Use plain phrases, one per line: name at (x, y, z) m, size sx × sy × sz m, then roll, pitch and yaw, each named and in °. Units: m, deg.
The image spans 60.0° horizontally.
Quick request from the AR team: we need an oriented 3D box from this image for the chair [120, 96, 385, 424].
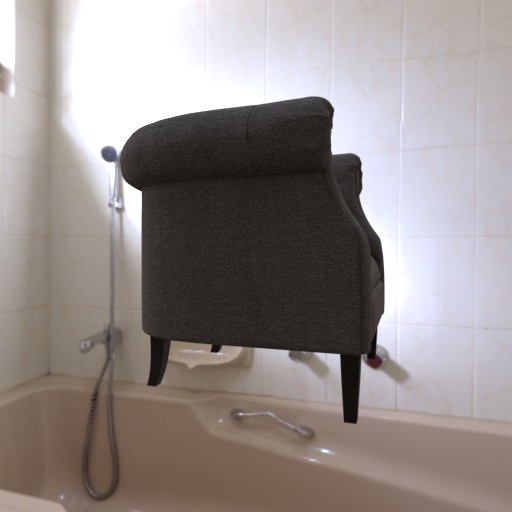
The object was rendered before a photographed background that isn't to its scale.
chair at (0.000, 0.000, 1.568) m, size 0.852 × 0.827 × 0.905 m, roll 0°, pitch 1°, yaw 19°
